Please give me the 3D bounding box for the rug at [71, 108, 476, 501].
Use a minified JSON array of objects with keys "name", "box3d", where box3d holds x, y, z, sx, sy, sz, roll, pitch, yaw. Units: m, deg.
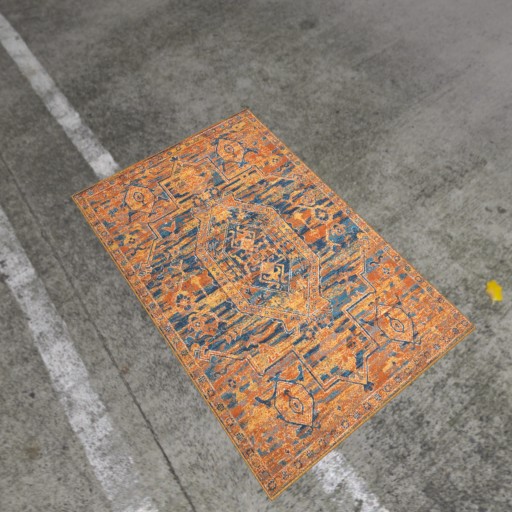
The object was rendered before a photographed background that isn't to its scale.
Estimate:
[{"name":"rug","box3d":[0.000,0.000,2.160,1.148,0.013,1.758,-32,64,-18]}]
